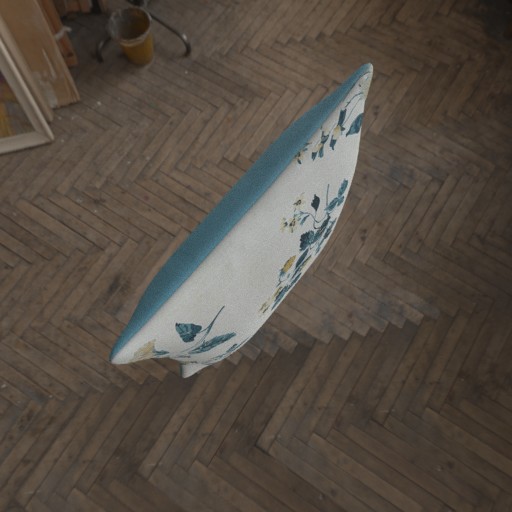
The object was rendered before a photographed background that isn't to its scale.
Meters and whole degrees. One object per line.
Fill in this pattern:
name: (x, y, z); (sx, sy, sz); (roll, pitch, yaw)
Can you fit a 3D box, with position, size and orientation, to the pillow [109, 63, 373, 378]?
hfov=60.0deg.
pillow: (0.000, 0.000, 0.803); (0.166, 0.507, 0.526); (38, 77, 10)
